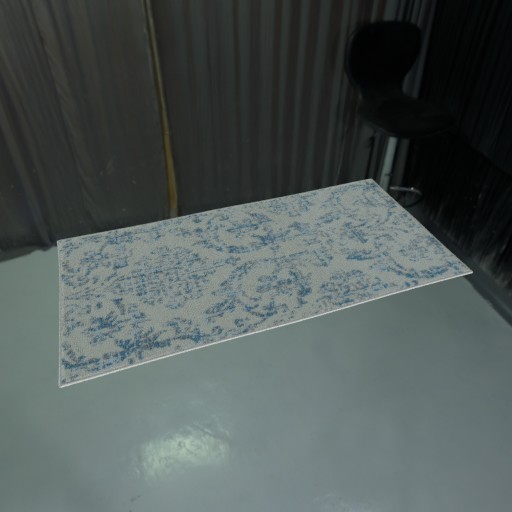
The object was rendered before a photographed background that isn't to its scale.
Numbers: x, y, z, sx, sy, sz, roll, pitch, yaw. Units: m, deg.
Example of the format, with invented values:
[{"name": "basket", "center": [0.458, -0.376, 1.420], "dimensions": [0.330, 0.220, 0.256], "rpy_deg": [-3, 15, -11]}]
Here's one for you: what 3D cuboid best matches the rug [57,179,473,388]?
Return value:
[{"name": "rug", "center": [0.000, 0.000, 1.437], "dimensions": [1.220, 0.007, 0.605], "rpy_deg": [-13, 42, -15]}]
